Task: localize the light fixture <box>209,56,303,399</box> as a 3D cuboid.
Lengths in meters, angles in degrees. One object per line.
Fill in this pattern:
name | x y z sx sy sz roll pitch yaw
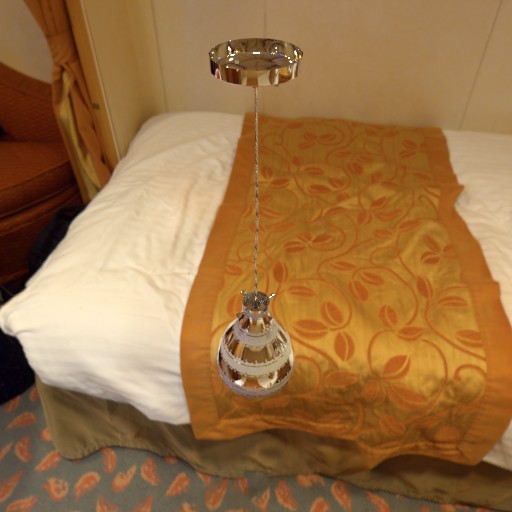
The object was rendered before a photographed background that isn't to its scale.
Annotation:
light fixture | 0.000 0.000 1.662 0.374 1.457 0.374 -27 49 -26
